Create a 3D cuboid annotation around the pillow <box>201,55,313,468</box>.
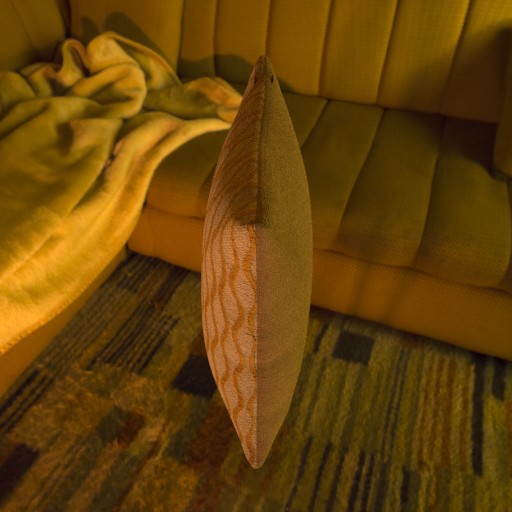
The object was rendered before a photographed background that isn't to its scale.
[{"bbox_3d":[0.000,0.000,0.647,0.159,0.436,0.429,0,42,0],"label":"pillow"}]
